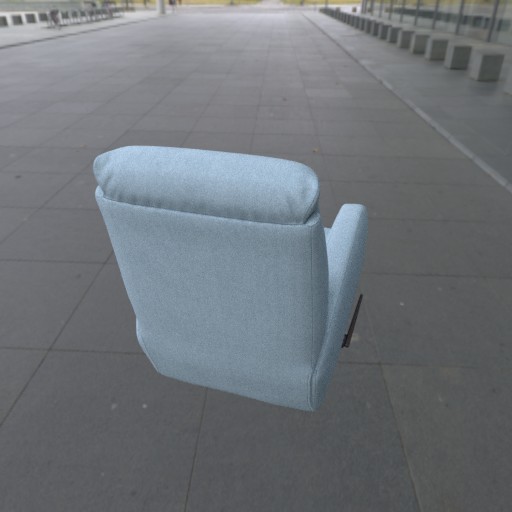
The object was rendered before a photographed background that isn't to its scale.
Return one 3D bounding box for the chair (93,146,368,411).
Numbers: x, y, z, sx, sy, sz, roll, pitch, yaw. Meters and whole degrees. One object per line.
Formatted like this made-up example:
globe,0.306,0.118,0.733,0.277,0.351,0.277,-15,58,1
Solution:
chair,0.000,0.000,1.676,0.812,1.013,0.940,9,32,15
